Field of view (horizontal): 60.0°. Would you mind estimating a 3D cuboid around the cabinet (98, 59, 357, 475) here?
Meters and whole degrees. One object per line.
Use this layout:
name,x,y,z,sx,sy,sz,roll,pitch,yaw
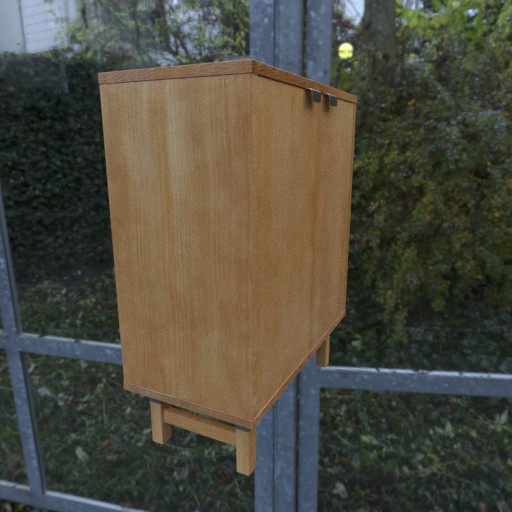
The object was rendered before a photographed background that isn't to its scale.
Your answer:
cabinet,0.000,0.000,1.395,0.419,1.001,0.800,7,16,26
